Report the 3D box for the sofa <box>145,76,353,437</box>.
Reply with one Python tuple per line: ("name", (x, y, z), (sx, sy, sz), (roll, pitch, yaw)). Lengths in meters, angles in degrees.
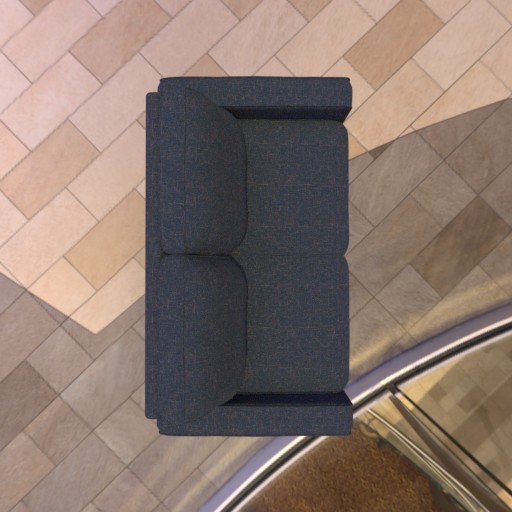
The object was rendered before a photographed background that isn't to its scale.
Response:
("sofa", (0.000, 0.000, 2.229), (0.947, 0.918, 1.709), (0, 89, 0))
